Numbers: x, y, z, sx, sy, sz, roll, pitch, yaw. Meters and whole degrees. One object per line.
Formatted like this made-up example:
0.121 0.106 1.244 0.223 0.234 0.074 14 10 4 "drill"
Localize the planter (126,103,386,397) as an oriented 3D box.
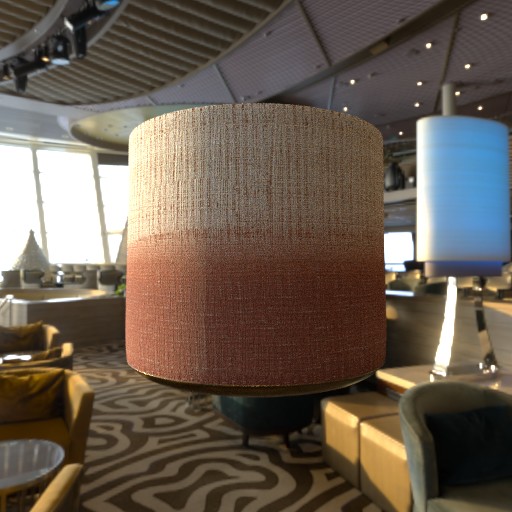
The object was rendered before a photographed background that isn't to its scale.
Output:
0.000 0.000 0.316 0.178 0.157 0.178 0 -1 0 "planter"
